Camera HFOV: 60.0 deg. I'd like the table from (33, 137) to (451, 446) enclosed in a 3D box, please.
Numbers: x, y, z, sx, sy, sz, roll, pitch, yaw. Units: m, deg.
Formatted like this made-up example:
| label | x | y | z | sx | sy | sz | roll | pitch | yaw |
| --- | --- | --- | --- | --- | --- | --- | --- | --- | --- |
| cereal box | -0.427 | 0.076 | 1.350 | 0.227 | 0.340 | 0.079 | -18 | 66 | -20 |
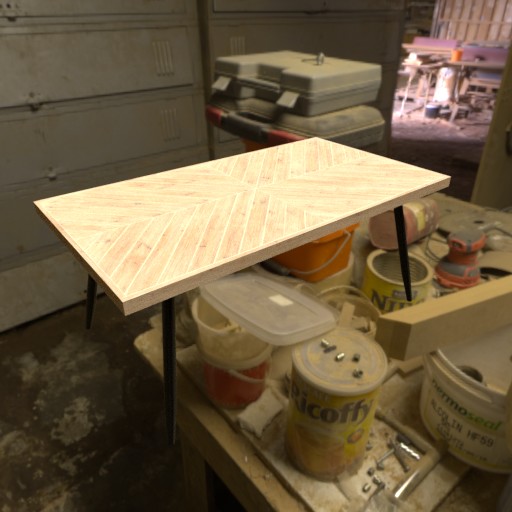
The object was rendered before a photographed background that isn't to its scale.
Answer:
| label | x | y | z | sx | sy | sz | roll | pitch | yaw |
| --- | --- | --- | --- | --- | --- | --- | --- | --- | --- |
| table | 0.000 | 0.000 | 2.353 | 1.803 | 0.762 | 0.991 | -21 | 36 | -32 |
